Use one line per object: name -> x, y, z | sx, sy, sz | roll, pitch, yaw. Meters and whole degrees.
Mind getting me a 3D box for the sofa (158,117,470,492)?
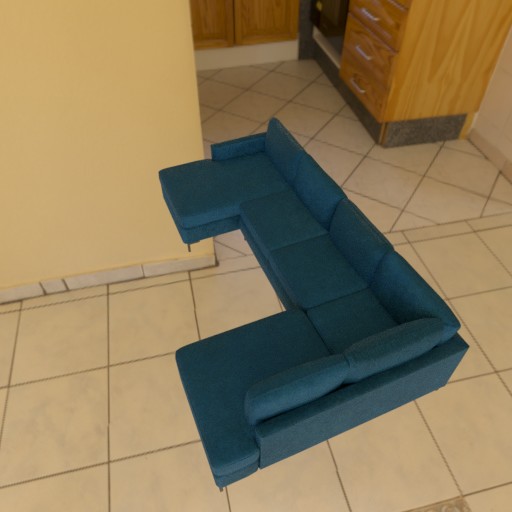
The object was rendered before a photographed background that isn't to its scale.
sofa -> 0.000, 0.000, 4.269 | 2.055, 0.992, 3.434 | -17, 49, -16
